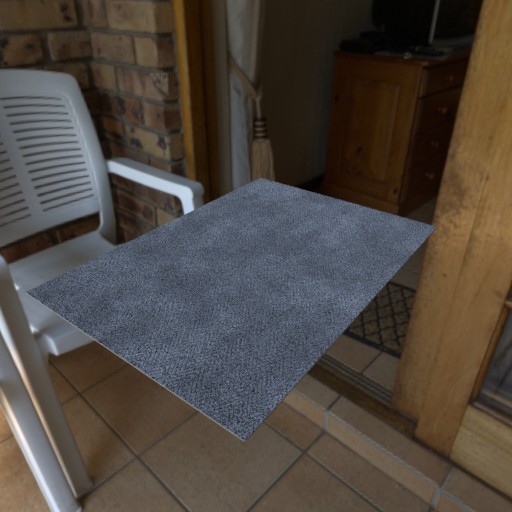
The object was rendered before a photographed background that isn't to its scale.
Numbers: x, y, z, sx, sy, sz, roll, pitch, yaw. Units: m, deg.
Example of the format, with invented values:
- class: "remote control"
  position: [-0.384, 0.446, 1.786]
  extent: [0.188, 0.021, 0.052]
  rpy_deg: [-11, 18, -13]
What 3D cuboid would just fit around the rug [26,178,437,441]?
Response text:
- class: "rug"
  position: [0.000, 0.000, 2.871]
  extent: [1.600, 0.008, 2.235]
  rpy_deg: [22, 37, 31]
